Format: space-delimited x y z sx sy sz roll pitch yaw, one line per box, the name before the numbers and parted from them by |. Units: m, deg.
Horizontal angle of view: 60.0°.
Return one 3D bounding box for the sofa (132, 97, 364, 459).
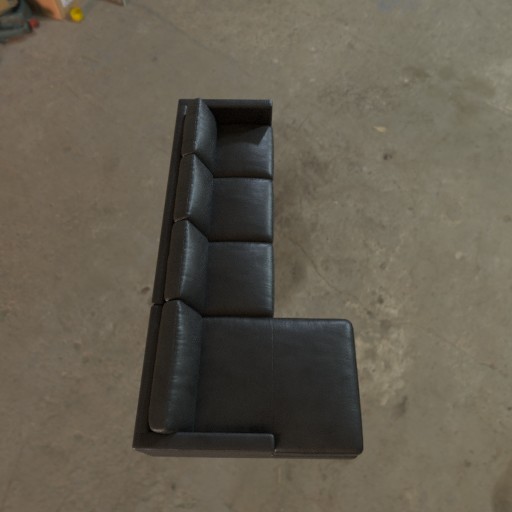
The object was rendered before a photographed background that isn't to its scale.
sofa | 0.000 0.000 3.890 1.581 0.883 3.203 1 62 0
